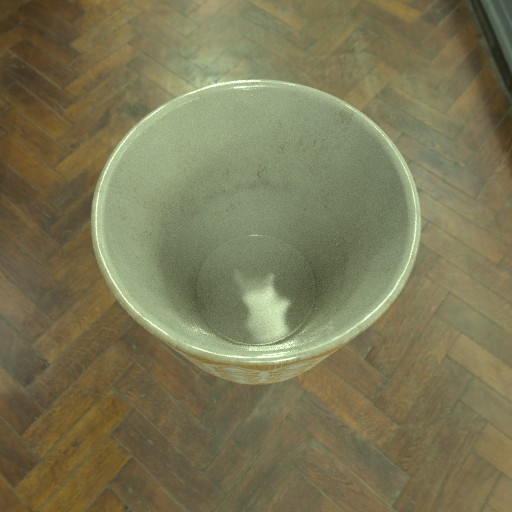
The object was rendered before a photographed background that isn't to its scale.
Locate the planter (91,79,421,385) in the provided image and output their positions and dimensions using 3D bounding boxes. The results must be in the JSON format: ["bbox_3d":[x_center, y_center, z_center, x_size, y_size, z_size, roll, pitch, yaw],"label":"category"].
[{"bbox_3d":[0.000,0.000,0.218,0.126,0.104,0.126,0,65,0],"label":"planter"}]
